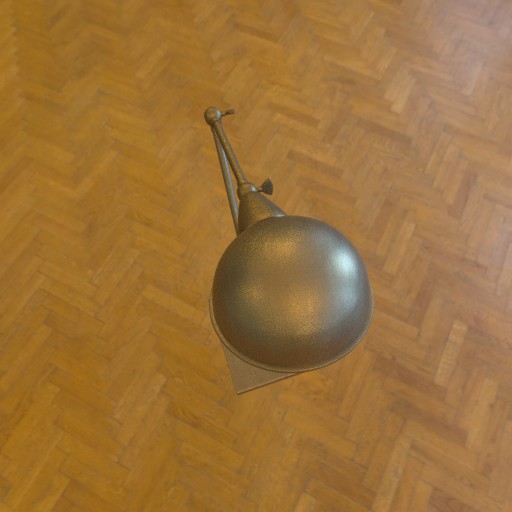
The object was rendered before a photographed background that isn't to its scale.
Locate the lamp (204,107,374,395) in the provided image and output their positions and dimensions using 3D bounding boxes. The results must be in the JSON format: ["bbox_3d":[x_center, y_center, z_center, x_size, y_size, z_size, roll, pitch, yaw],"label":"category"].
[{"bbox_3d":[0.000,0.000,0.544,0.149,0.371,0.339,-17,66,-8],"label":"lamp"}]
